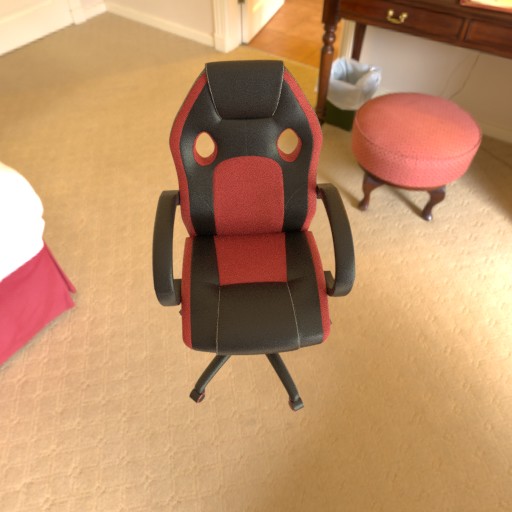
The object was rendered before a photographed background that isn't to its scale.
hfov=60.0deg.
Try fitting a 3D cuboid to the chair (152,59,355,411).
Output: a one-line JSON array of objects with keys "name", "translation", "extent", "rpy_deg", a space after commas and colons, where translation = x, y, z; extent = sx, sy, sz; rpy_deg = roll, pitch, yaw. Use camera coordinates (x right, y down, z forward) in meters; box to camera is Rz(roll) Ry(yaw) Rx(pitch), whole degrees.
[{"name": "chair", "translation": [0.000, 0.000, 1.700], "extent": [0.750, 1.189, 0.783], "rpy_deg": [-3, 49, -3]}]
